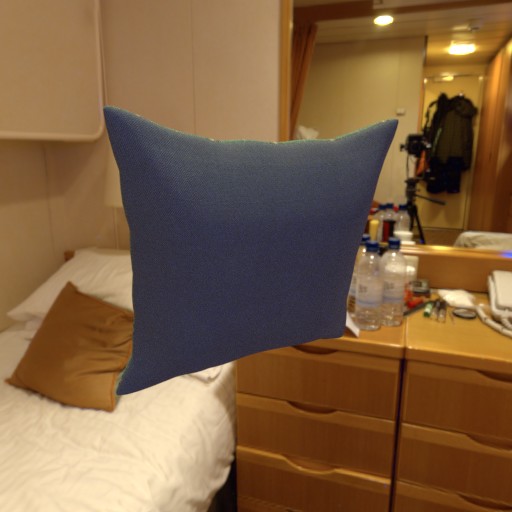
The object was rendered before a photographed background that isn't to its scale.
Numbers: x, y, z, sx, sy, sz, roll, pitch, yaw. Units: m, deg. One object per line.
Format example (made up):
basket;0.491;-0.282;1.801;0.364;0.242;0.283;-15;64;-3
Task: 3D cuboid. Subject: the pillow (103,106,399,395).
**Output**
pillow;0.000;0.000;0.707;0.453;0.430;0.200;-7;15;-27
